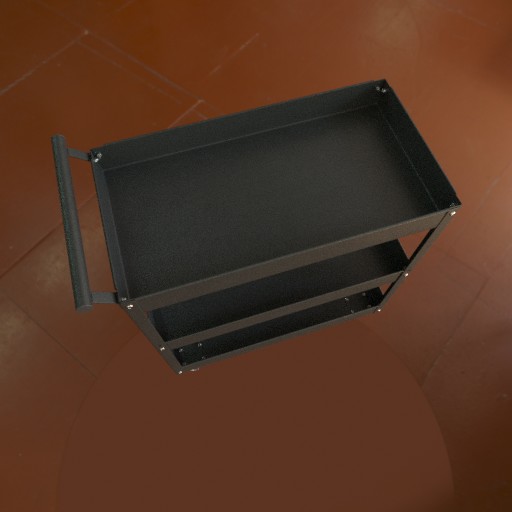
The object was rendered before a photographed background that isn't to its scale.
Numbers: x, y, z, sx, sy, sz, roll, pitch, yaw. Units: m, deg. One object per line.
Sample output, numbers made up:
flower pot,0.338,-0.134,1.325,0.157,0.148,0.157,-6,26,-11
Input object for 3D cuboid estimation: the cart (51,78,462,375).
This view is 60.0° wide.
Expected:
cart,0.000,0.000,1.171,0.719,0.780,0.366,-16,65,-8
